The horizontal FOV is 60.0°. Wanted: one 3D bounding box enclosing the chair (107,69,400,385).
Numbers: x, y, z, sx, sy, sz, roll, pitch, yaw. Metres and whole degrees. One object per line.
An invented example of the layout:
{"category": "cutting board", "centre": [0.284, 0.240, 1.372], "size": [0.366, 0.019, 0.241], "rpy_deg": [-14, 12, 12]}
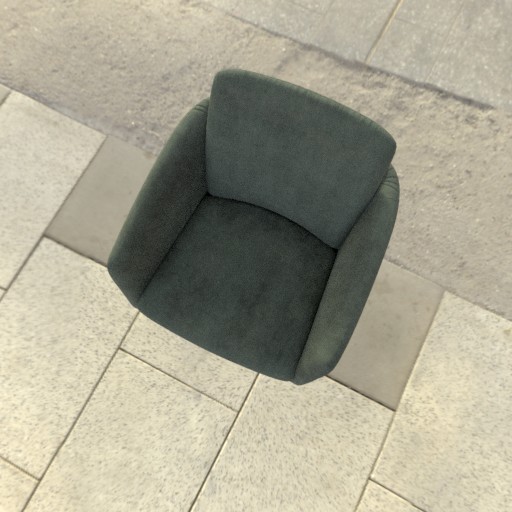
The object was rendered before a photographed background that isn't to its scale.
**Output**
{"category": "chair", "centre": [0.000, 0.000, 1.358], "size": [0.641, 0.908, 0.635], "rpy_deg": [24, 76, 6]}
